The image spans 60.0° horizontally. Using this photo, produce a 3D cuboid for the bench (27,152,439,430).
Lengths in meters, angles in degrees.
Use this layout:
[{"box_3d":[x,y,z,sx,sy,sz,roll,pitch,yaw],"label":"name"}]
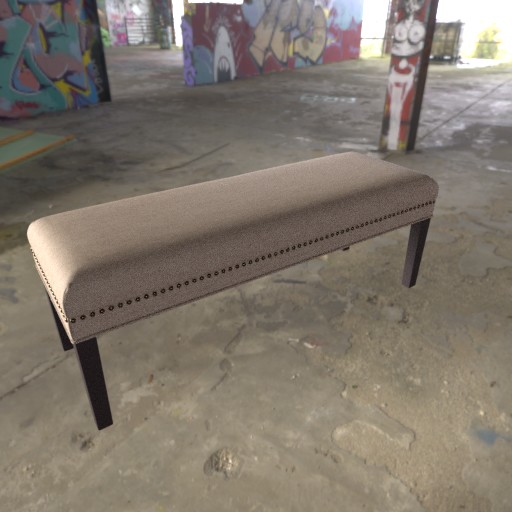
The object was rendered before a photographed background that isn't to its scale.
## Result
[{"box_3d":[0.000,0.000,1.423,1.219,0.457,0.410,-18,34,-29],"label":"bench"}]
